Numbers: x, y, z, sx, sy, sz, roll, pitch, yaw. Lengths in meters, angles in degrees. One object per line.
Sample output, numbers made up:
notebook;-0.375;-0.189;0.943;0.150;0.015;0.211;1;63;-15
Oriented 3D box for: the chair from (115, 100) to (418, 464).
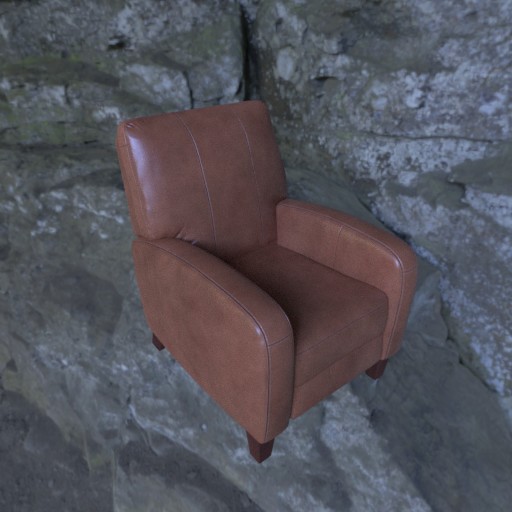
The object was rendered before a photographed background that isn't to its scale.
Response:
chair;0.000;0.000;1.706;0.762;0.990;0.990;-22;36;-33
